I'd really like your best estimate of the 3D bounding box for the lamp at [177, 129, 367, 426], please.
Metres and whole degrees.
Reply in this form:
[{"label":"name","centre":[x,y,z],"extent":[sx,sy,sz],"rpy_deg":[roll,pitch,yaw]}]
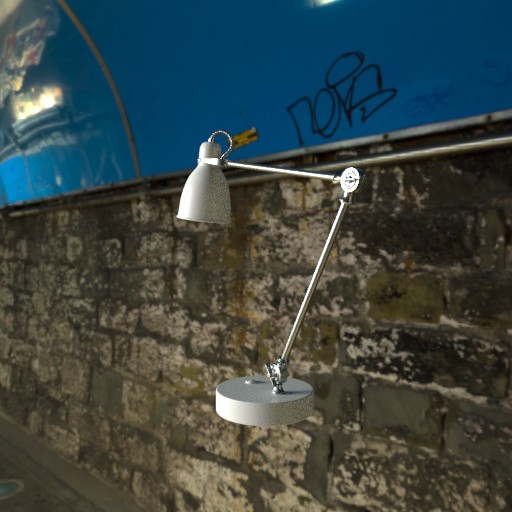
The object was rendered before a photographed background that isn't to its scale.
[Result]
[{"label":"lamp","centre":[0.000,0.000,0.881],"extent":[0.187,0.587,0.561],"rpy_deg":[1,-1,-35]}]
